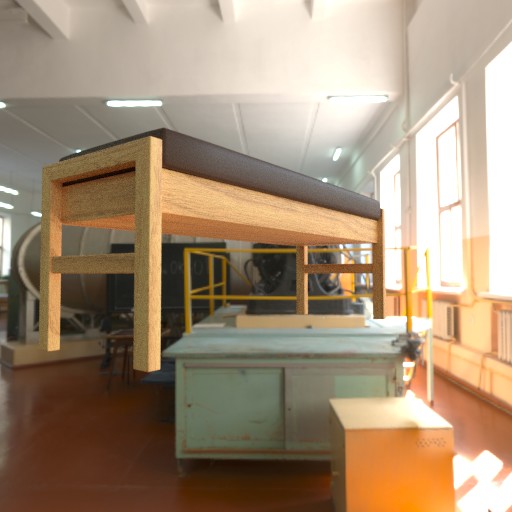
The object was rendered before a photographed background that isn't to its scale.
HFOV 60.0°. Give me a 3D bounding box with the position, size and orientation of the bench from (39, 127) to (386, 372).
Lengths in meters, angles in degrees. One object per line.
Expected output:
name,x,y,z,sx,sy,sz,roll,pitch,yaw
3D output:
bench,0.000,0.000,1.432,0.405,0.480,1.200,-2,-3,37
